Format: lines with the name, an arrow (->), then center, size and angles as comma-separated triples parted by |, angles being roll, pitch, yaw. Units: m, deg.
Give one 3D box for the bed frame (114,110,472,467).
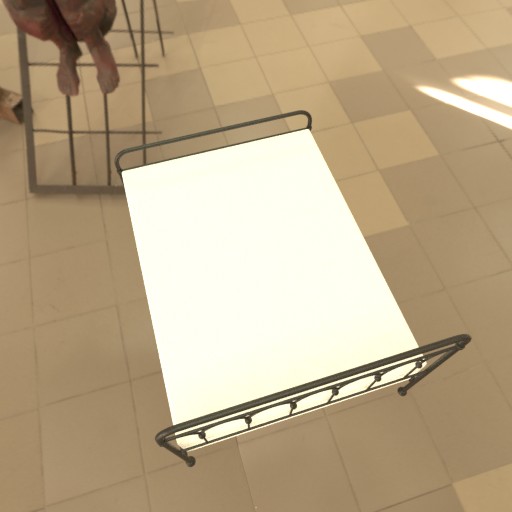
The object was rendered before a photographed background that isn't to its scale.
bed frame -> 0.000, 0.000, 3.096 | 1.664, 1.276, 2.203 | -15, 62, -8
